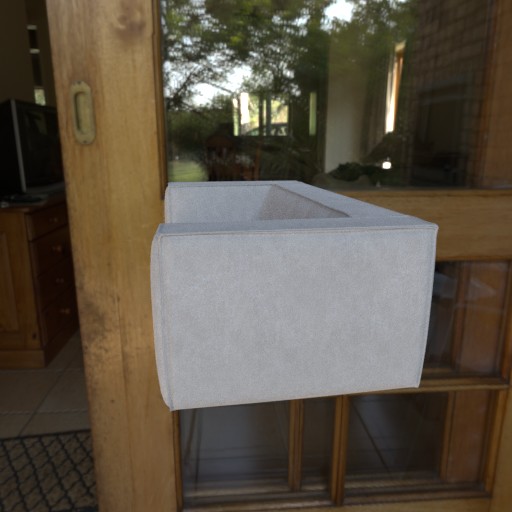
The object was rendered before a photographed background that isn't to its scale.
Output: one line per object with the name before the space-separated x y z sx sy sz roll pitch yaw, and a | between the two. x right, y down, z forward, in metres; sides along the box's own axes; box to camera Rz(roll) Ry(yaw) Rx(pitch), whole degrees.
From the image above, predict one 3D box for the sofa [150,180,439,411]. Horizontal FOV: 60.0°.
sofa | 0.000 0.000 2.482 1.038 0.680 1.995 -2 14 -9
